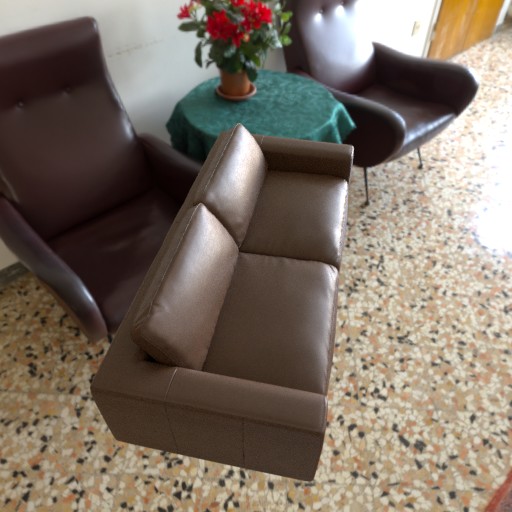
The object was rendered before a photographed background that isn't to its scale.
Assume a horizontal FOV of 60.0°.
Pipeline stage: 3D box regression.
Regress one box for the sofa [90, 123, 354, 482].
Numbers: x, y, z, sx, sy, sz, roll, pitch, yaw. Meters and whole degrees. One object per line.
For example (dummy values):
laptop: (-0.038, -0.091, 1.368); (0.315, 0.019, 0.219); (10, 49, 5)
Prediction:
sofa: (0.000, 0.000, 2.754); (1.070, 0.801, 2.262); (8, 46, 8)
